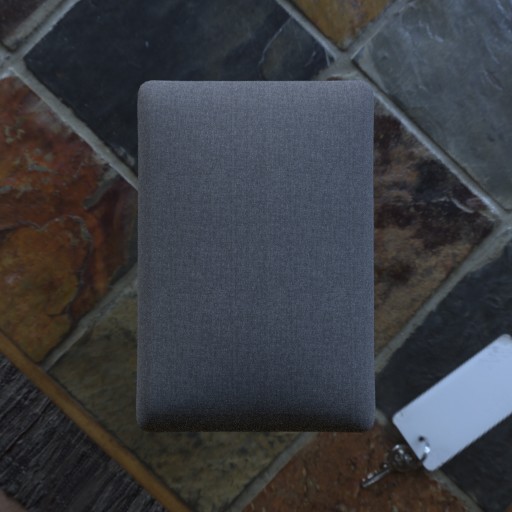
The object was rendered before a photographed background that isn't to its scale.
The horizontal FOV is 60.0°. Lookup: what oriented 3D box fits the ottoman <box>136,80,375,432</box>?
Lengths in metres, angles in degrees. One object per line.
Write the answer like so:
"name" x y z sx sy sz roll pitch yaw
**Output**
"ottoman" 0.000 0.000 1.429 0.711 0.483 1.041 0 89 0
